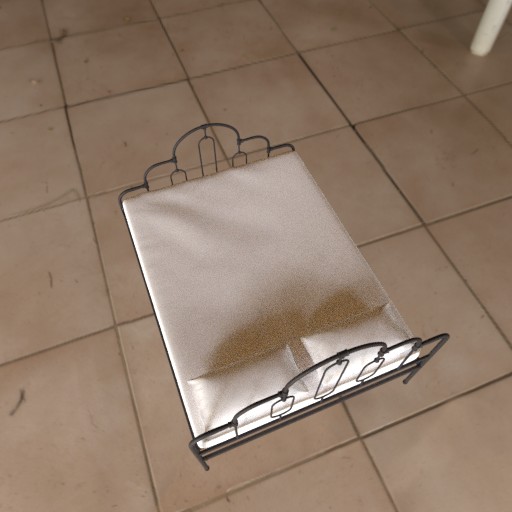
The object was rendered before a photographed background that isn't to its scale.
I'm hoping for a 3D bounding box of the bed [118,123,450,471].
[{"bbox_3d":[0.000,0.000,3.157,1.640,1.429,2.163,-19,59,-12],"label":"bed"}]
